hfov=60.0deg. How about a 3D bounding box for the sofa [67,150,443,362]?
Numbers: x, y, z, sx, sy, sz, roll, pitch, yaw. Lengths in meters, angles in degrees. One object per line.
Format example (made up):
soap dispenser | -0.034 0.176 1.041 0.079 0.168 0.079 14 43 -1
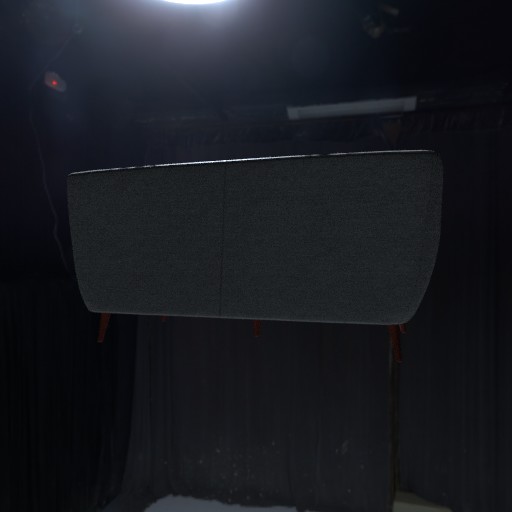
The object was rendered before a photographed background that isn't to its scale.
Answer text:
sofa | 0.000 0.000 2.471 1.930 0.897 0.976 0 0 17
